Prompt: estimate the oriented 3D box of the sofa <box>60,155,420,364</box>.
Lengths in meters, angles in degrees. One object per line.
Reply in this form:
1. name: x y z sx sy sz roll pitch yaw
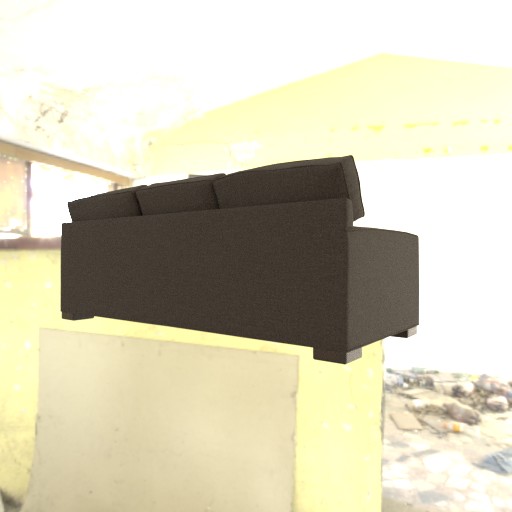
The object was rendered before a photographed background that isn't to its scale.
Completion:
1. sofa: 0.000 0.000 3.334 2.370 0.973 1.790 0 0 37
